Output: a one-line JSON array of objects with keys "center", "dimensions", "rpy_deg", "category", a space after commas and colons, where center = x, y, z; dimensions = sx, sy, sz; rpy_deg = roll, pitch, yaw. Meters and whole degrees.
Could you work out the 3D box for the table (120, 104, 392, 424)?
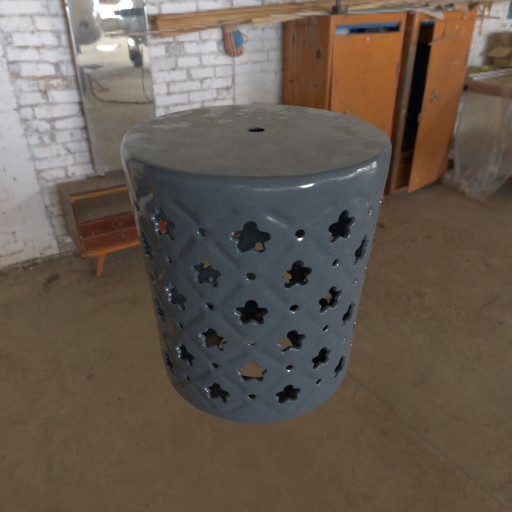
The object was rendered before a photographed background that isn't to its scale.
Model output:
[{"center": [0.000, 0.000, 0.681], "dimensions": [0.352, 0.387, 0.352], "rpy_deg": [0, 31, 0], "category": "table"}]
